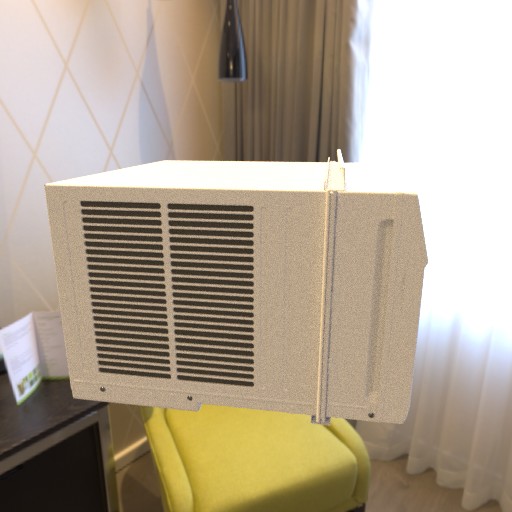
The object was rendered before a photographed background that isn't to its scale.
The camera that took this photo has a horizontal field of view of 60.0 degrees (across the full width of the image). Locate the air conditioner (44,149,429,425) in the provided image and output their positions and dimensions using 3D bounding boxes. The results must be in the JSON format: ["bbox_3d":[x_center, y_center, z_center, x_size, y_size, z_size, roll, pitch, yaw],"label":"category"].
[{"bbox_3d":[0.000,0.000,0.871,0.546,0.388,0.503,3,16,9],"label":"air conditioner"}]
